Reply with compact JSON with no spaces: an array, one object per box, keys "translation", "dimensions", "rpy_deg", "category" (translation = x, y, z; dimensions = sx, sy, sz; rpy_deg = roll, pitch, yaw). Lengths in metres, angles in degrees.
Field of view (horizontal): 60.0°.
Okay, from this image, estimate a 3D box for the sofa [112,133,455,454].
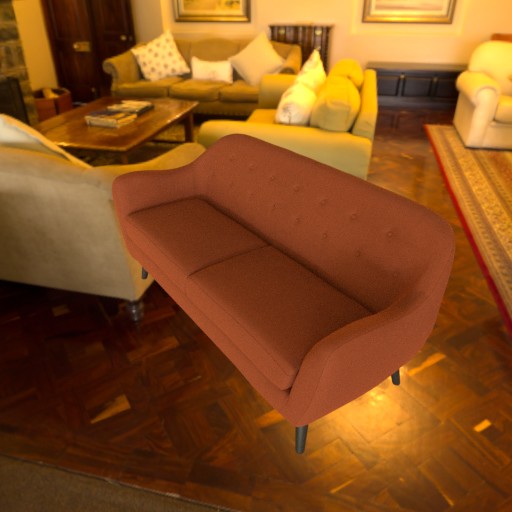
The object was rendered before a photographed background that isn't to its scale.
[{"translation":[0.000,0.000,2.240],"dimensions":[0.820,0.836,1.840],"rpy_deg":[-20,36,-30],"category":"sofa"}]
